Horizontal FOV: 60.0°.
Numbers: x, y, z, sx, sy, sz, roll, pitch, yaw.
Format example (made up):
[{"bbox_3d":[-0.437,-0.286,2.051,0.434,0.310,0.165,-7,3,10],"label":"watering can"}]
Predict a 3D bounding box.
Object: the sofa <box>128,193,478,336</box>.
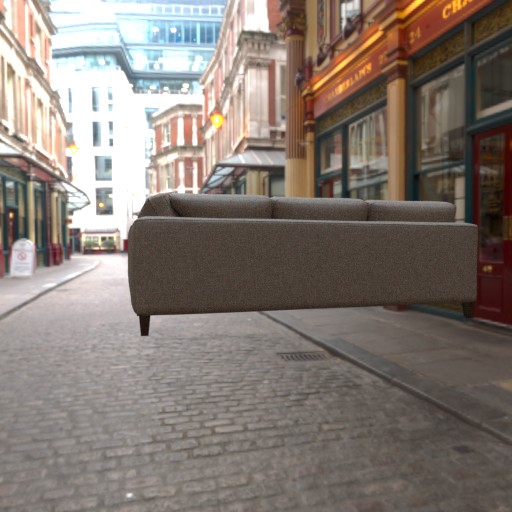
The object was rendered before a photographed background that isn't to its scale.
[{"bbox_3d":[0.000,0.000,4.593,2.551,0.889,3.403,0,1,-17],"label":"sofa"}]
